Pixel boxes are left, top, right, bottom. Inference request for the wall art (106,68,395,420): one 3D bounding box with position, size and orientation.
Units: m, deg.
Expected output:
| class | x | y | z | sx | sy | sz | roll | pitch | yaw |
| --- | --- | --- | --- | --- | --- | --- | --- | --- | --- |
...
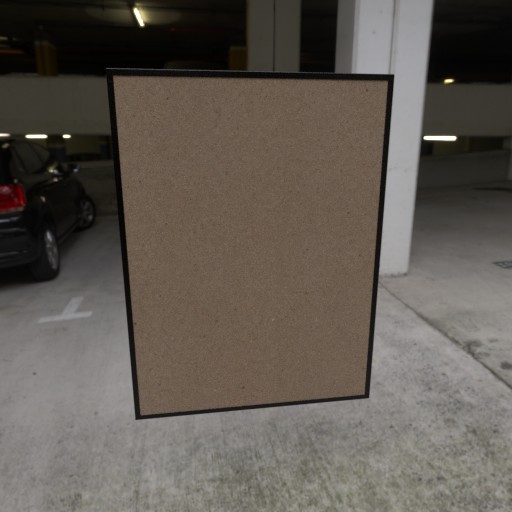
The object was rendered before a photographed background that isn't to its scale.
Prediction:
| class | x | y | z | sx | sy | sz | roll | pitch | yaw |
| --- | --- | --- | --- | --- | --- | --- | --- | --- | --- |
| wall art | 0.000 | 0.000 | 1.357 | 0.788 | 1.046 | 0.043 | -2 | 16 | -9 |
